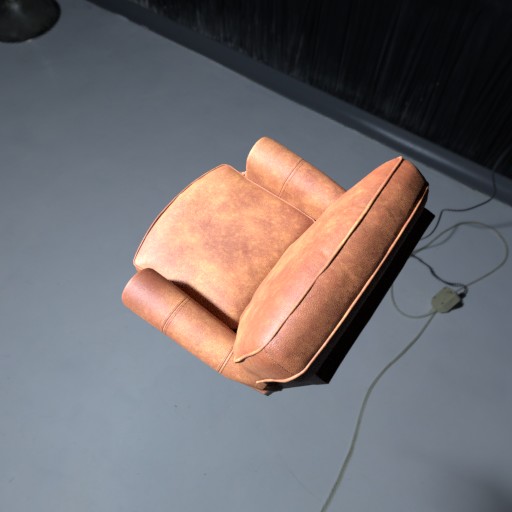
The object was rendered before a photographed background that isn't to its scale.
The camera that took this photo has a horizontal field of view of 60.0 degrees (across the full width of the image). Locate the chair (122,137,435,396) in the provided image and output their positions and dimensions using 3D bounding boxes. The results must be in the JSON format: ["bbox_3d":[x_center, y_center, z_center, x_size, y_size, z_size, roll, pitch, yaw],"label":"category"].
[{"bbox_3d":[0.000,0.000,1.780,0.986,1.018,0.936,33,69,15],"label":"chair"}]
